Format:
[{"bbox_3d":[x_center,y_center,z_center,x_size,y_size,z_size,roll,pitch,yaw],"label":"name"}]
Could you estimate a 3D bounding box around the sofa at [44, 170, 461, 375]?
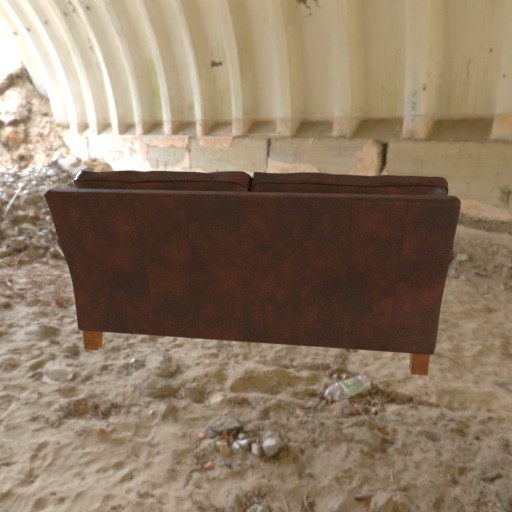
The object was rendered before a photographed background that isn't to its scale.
[{"bbox_3d":[0.000,0.000,2.770,2.144,1.071,1.147,2,16,8],"label":"sofa"}]
